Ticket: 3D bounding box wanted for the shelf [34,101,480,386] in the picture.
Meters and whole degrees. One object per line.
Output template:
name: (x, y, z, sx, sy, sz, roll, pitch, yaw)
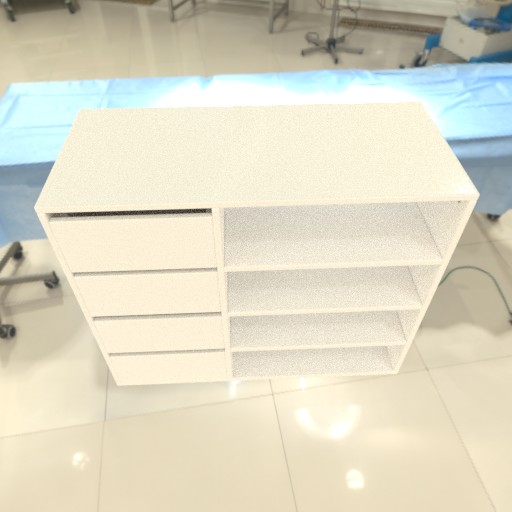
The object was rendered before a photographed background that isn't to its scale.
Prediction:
shelf: (0.000, 0.000, 1.287, 0.895, 0.732, 0.396, -2, 46, -2)
